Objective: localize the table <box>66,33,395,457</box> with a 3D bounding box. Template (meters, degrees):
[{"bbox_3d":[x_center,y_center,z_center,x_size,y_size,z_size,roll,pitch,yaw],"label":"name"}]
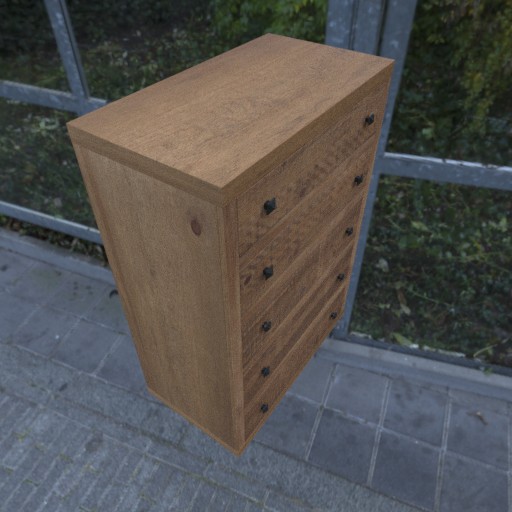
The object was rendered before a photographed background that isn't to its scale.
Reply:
[{"bbox_3d":[0.000,0.000,1.700,0.524,1.294,0.901,26,48,25],"label":"table"}]
